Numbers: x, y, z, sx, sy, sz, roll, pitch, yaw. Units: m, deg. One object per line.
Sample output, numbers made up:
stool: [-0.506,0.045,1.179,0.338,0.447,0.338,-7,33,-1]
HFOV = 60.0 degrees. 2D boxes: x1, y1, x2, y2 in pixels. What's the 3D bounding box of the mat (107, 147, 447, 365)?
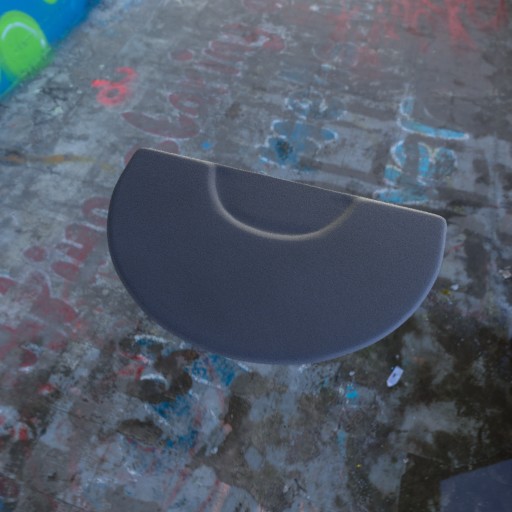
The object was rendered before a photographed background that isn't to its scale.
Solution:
mat: [0.000,0.000,1.880,1.525,0.016,0.917,15,59,9]
